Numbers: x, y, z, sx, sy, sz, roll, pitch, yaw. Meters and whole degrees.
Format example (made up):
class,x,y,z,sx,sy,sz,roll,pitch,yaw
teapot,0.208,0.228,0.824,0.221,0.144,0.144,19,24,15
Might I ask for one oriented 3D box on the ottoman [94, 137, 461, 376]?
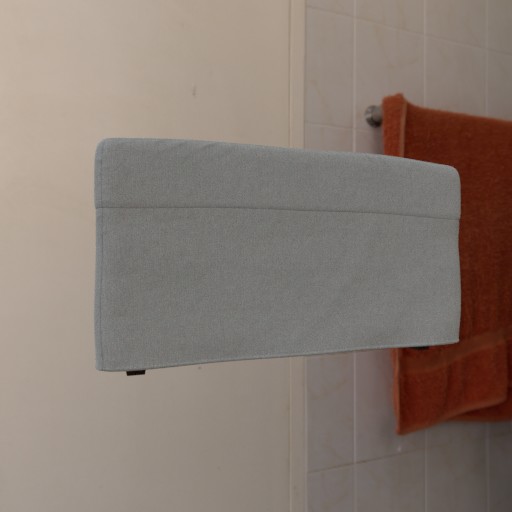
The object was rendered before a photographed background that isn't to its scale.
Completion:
class,x,y,z,sx,sy,sz,roll,pitch,yaw
ottoman,0.000,0.000,1.221,0.833,0.461,0.648,0,0,-20
